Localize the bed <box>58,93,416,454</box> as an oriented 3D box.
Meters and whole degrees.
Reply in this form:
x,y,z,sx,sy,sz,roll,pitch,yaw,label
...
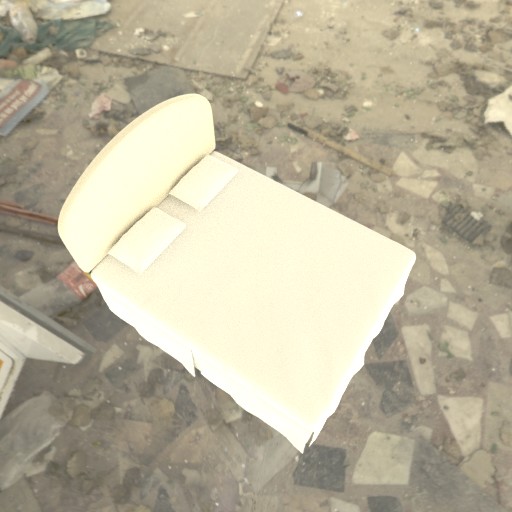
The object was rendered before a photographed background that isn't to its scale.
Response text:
x,y,z,sx,sy,sz,roll,pitch,yaw,label
0.000,0.000,3.145,2.005,1.410,1.607,30,62,18,bed
